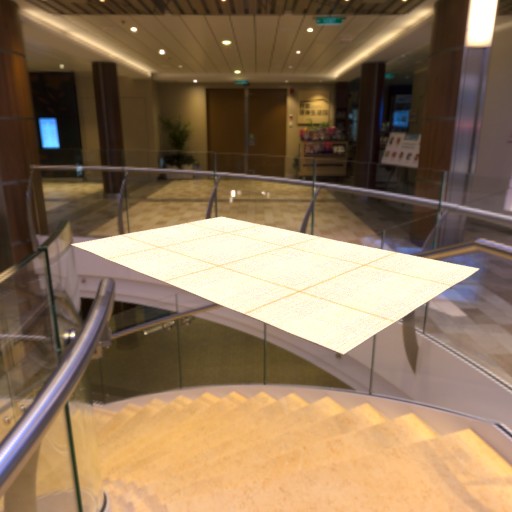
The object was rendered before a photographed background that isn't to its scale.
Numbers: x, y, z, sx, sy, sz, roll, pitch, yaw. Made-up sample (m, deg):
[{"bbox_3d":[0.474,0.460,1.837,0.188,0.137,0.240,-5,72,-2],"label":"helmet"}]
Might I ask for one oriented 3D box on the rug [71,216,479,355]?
[{"bbox_3d":[0.000,0.000,3.076,2.442,0.016,1.527,15,22,42],"label":"rug"}]
